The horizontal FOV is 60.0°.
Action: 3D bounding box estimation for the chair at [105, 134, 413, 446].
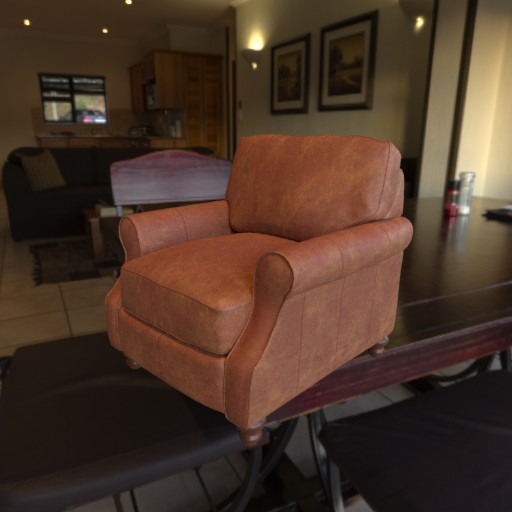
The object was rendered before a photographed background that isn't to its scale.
[{"bbox_3d":[0.000,0.000,1.818,0.983,0.962,0.986,15,21,42],"label":"chair"}]
